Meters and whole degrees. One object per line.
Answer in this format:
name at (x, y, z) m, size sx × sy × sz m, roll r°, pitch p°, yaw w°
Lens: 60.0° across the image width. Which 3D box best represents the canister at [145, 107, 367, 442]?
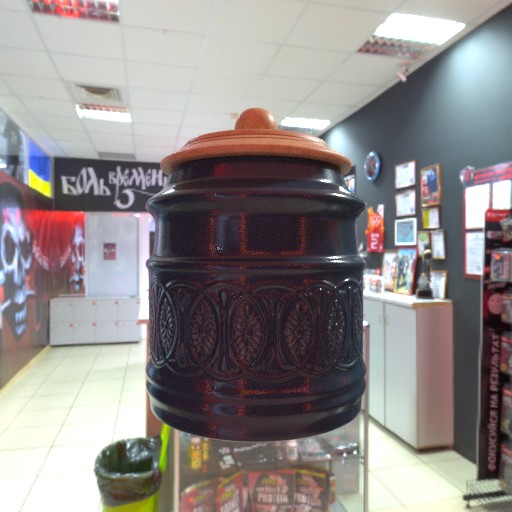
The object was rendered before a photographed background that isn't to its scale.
canister at (0.000, 0.000, 0.267) m, size 0.130 × 0.176 × 0.130 m, roll 0°, pitch 1°, yaw 0°
